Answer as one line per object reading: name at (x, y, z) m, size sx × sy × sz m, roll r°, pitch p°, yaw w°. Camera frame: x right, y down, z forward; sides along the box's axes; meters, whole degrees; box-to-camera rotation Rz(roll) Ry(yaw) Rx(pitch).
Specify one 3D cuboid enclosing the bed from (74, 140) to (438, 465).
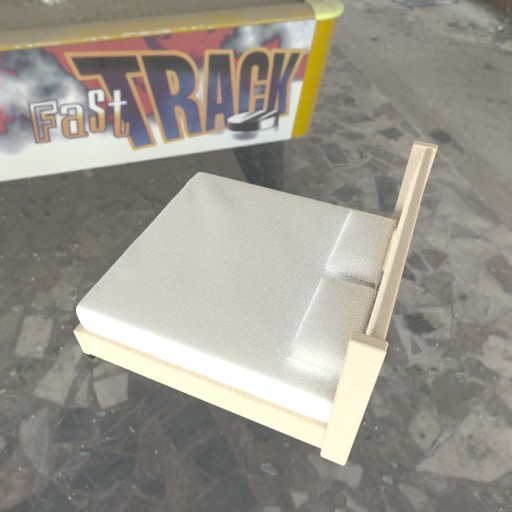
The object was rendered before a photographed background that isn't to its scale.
bed at (0.000, 0.000, 3.710) m, size 2.293 × 1.471 × 2.145 m, roll 17°, pitch 47°, yaw 16°
